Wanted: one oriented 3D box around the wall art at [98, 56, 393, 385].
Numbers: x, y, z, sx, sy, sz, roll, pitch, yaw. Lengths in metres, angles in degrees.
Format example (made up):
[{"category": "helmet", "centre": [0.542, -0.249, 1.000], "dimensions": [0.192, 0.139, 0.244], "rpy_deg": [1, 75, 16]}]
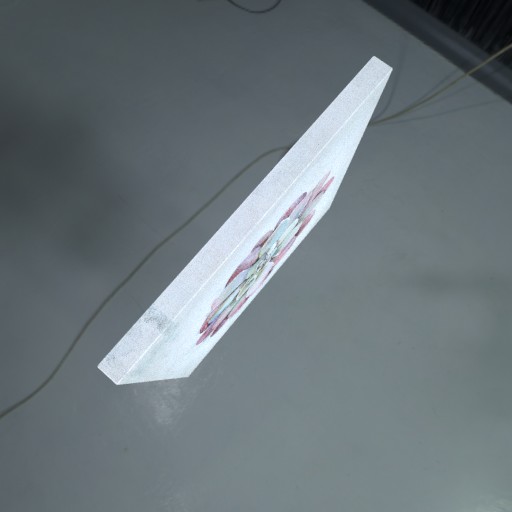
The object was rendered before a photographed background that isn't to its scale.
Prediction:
[{"category": "wall art", "centre": [0.000, 0.000, 0.917], "dimensions": [0.044, 0.605, 0.605], "rpy_deg": [39, 79, 9]}]
